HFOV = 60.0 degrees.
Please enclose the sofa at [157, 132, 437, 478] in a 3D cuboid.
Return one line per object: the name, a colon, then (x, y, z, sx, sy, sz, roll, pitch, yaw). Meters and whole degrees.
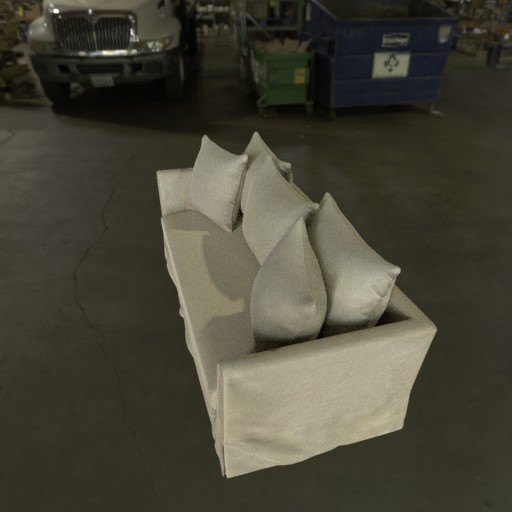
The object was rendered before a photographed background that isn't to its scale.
sofa: (0.000, 0.000, 2.848, 1.031, 1.034, 2.290, -9, 32, -14)
